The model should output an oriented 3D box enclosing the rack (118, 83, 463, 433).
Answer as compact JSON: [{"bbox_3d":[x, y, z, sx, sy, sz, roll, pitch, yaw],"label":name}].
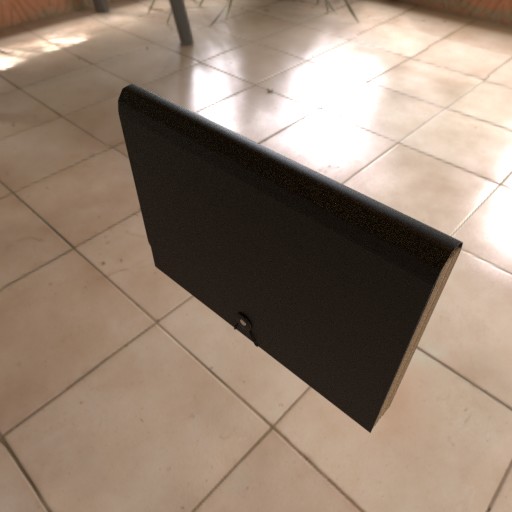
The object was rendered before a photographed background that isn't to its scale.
[{"bbox_3d":[0.000,0.000,0.432,0.330,0.241,0.041,33,54,28],"label":"rack"}]
